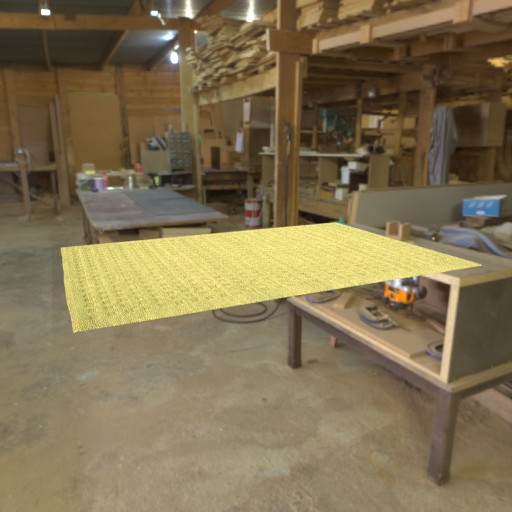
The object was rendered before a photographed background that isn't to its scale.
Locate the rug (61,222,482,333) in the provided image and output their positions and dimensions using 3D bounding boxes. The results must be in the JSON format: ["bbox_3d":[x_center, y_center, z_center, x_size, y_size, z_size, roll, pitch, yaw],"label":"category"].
[{"bbox_3d":[0.000,0.000,2.871,2.297,0.007,1.529,-7,16,-24],"label":"rug"}]
